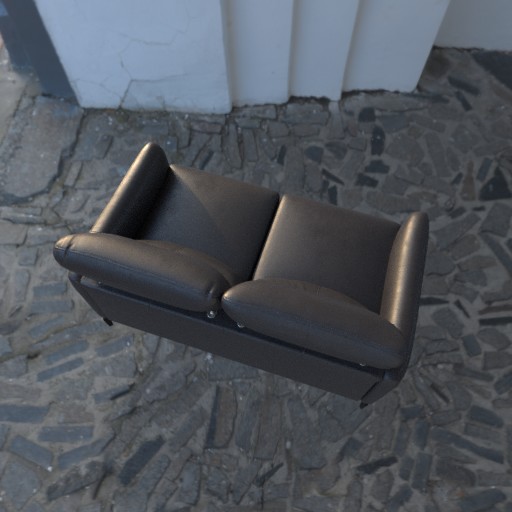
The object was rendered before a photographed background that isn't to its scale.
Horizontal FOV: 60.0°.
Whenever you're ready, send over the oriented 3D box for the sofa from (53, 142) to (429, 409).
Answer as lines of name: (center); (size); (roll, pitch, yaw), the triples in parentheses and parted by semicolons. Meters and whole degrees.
sofa: (0.000, 0.000, 2.214); (1.596, 0.920, 0.958); (16, 63, 8)
